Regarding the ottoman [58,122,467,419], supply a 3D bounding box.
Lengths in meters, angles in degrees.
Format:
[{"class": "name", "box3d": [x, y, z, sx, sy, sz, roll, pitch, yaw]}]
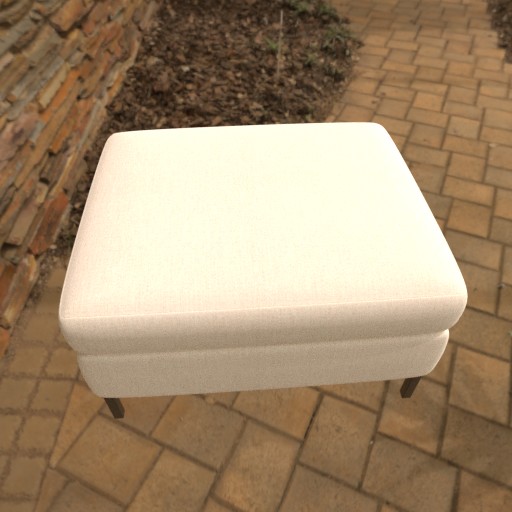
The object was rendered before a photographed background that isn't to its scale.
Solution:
[{"class": "ottoman", "box3d": [0.000, 0.000, 1.150, 0.794, 0.453, 0.657, -3, 46, -3]}]
